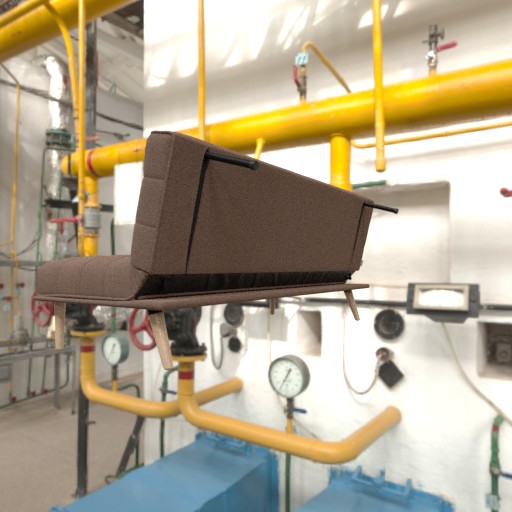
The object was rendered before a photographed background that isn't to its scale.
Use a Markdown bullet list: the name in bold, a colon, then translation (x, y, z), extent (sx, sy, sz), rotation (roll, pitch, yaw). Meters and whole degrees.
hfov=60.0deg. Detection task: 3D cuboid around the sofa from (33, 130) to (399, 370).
- **sofa**: translation (0.000, 0.000, 2.312), extent (1.038, 0.810, 1.820), rotation (-1, -2, 35)
